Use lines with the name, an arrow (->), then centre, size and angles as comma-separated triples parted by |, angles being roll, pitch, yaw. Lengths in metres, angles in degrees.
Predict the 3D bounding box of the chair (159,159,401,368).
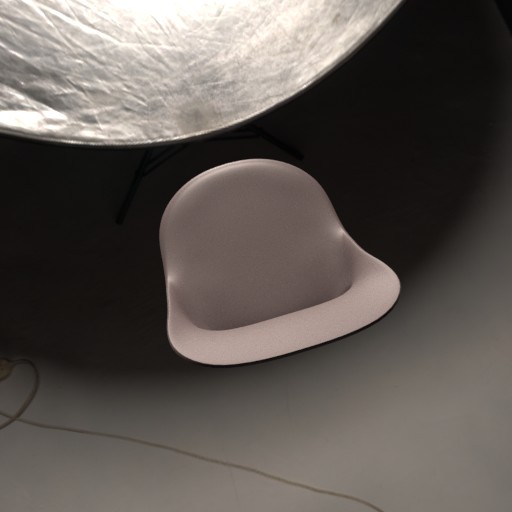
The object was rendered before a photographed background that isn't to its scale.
chair -> 0.000, 0.000, 1.142 | 0.470, 0.794, 0.556 | -16, 75, -4
